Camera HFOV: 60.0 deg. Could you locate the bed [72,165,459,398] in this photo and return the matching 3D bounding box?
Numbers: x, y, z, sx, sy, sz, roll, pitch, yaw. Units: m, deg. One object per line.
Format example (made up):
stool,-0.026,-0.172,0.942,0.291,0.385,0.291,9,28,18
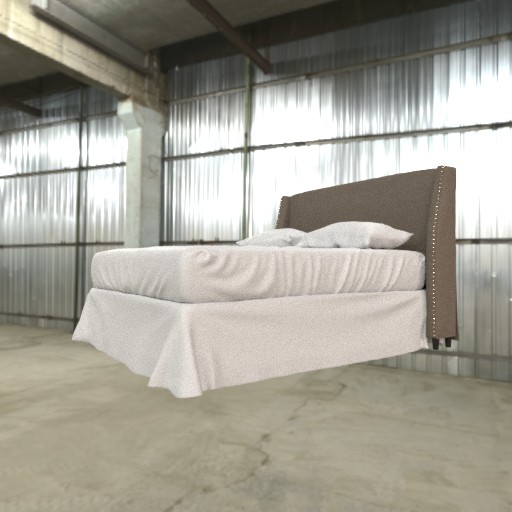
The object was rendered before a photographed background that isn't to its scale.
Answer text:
bed,0.000,0.000,3.352,2.276,1.332,1.925,0,-1,-35
